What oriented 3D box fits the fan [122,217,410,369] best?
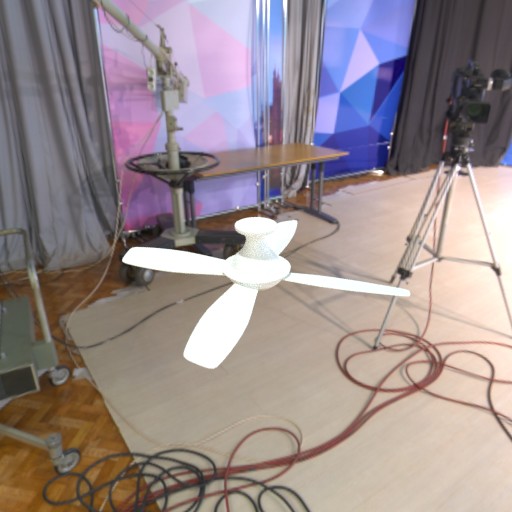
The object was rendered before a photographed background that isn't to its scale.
[{"bbox_3d":[0.000,0.000,2.509,1.694,0.382,1.693,7,27,15],"label":"fan"}]
